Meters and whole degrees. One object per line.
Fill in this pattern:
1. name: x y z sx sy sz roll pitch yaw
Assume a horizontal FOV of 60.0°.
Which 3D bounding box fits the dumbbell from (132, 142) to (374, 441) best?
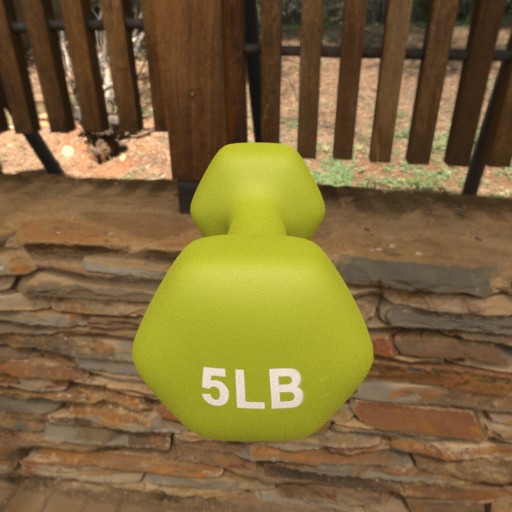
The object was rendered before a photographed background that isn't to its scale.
1. dumbbell: 0.000 0.000 0.205 0.080 0.072 0.164 1 27 1
